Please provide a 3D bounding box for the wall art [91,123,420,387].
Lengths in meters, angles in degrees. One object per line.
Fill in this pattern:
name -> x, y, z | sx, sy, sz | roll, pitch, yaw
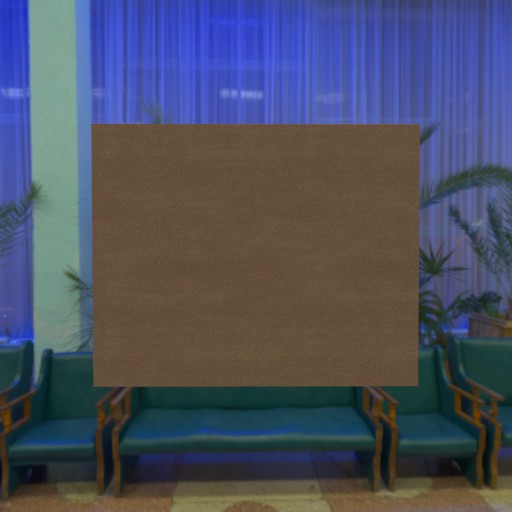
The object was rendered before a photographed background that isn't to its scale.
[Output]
wall art -> 0.000, 0.000, 0.695 | 0.508, 0.408, 0.012 | 0, 1, 0
